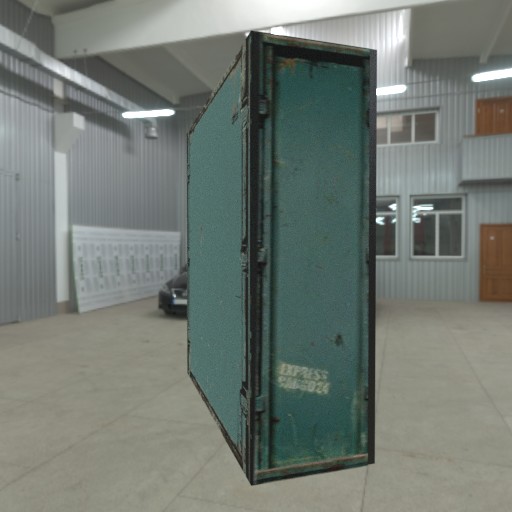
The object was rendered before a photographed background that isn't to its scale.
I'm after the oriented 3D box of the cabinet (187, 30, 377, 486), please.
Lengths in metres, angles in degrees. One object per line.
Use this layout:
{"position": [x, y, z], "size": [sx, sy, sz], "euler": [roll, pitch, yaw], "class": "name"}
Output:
{"position": [0.000, 0.000, 3.156], "size": [0.680, 2.160, 2.000], "euler": [0, 1, -17], "class": "cabinet"}
